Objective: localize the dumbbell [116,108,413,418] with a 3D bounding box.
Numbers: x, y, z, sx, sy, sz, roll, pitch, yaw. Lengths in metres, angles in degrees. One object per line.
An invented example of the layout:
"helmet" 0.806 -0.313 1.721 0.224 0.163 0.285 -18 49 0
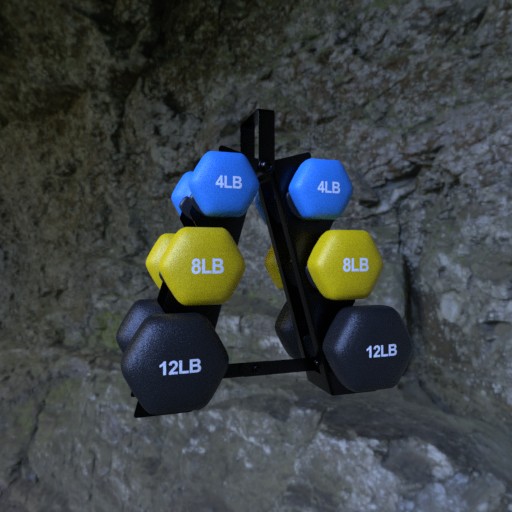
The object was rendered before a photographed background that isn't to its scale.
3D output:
"dumbbell" 0.000 0.000 0.683 0.409 0.426 0.255 0 0 -18
